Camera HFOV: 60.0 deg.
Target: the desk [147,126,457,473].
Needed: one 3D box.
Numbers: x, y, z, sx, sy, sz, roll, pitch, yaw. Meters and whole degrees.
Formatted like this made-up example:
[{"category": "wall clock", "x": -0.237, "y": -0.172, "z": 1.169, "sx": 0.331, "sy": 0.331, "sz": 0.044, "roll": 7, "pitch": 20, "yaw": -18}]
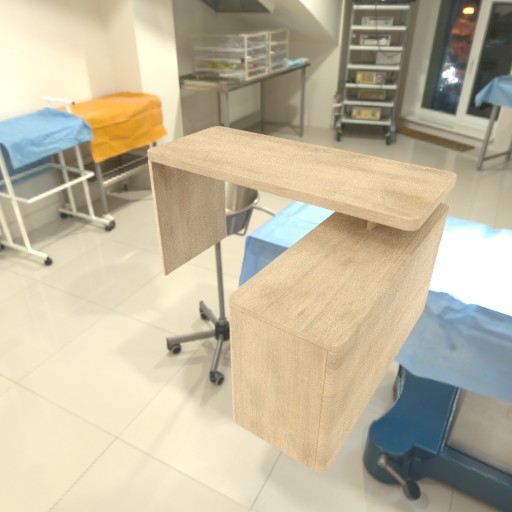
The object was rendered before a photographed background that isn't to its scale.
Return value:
[{"category": "desk", "x": 0.000, "y": 0.000, "z": 2.114, "sx": 1.400, "sy": 0.770, "sz": 1.175, "roll": 20, "pitch": 37, "yaw": 29}]
